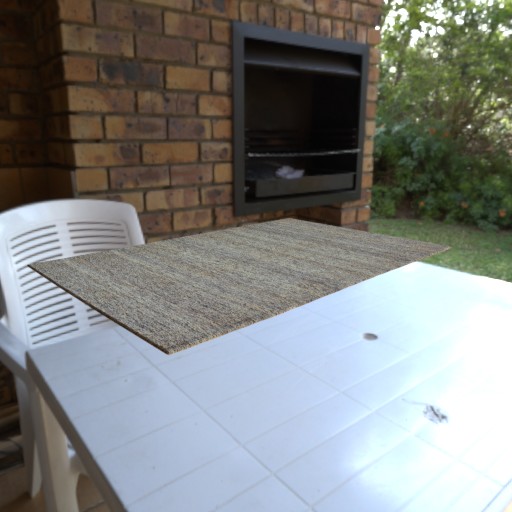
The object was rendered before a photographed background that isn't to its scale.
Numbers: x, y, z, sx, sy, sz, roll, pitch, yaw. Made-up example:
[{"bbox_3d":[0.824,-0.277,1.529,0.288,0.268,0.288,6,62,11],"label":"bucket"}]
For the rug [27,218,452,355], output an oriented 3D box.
[{"bbox_3d":[0.000,0.000,2.285,1.846,0.014,1.243,-14,20,-41],"label":"rug"}]
